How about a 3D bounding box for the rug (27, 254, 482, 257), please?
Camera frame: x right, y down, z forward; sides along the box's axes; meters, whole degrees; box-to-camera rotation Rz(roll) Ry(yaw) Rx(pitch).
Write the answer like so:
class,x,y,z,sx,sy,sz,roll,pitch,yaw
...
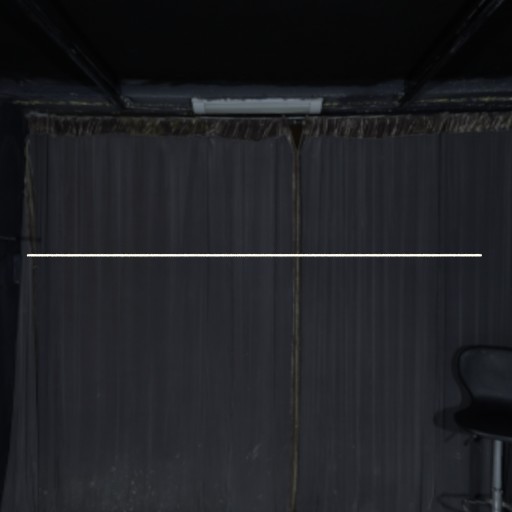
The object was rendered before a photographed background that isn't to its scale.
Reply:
class,x,y,z,sx,sy,sz,roll,pitch,yaw
rug,0.000,0.000,2.969,2.284,0.008,1.522,0,0,0
